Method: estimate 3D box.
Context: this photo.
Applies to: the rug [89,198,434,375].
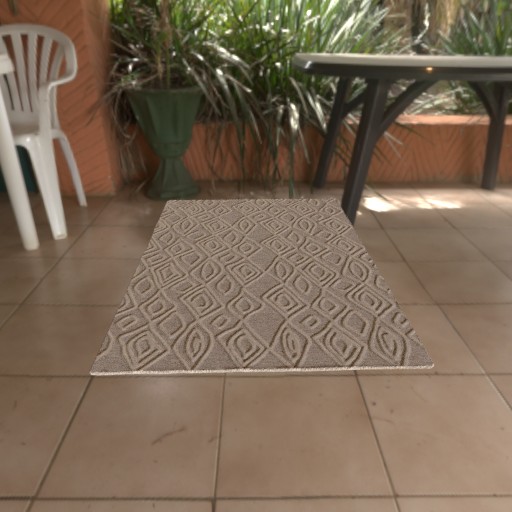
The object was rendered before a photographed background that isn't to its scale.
[{"bbox_3d":[0.000,0.000,2.377,1.224,0.016,1.832,-1,26,-2],"label":"rug"}]
